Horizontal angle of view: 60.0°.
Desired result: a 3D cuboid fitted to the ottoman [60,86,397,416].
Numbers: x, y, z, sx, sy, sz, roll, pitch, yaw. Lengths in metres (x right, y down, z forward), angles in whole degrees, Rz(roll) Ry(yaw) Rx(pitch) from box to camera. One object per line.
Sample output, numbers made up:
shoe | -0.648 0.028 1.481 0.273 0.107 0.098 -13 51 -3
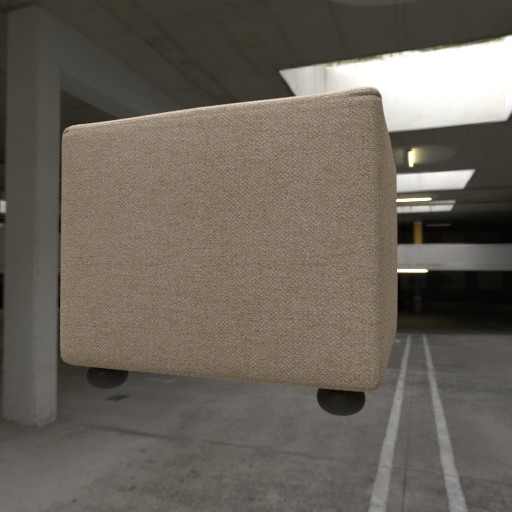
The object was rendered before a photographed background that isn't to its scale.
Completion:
ottoman | 0.000 0.000 0.848 0.508 0.432 0.508 0 -1 20
